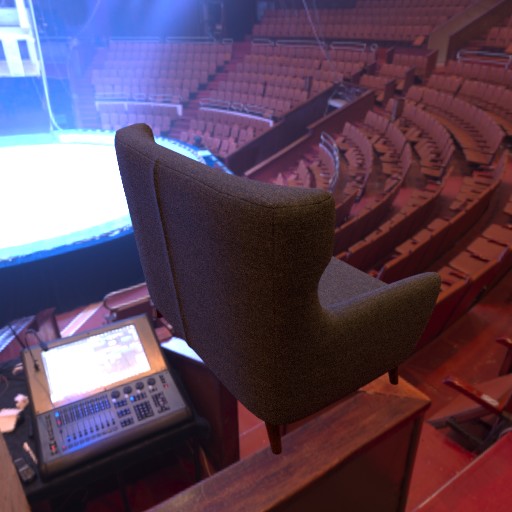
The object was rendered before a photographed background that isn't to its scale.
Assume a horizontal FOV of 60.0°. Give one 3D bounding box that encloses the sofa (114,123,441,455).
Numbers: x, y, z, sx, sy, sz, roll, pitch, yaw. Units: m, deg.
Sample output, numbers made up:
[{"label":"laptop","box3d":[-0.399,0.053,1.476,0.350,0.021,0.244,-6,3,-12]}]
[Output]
[{"label":"sofa","box3d":[0.000,0.000,1.981,0.874,1.028,1.358,-17,30,-30]}]
